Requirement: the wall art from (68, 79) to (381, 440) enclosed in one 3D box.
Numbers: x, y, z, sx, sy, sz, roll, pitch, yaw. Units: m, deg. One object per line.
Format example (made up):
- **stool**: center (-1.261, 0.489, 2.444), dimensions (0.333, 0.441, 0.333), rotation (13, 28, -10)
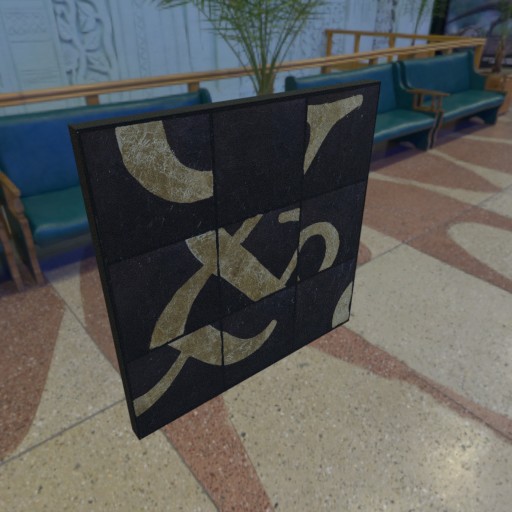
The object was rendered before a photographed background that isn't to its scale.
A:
- **wall art**: center (0.000, 0.000, 1.111), dimensions (0.758, 0.758, 0.044), rotation (-21, 37, -32)
